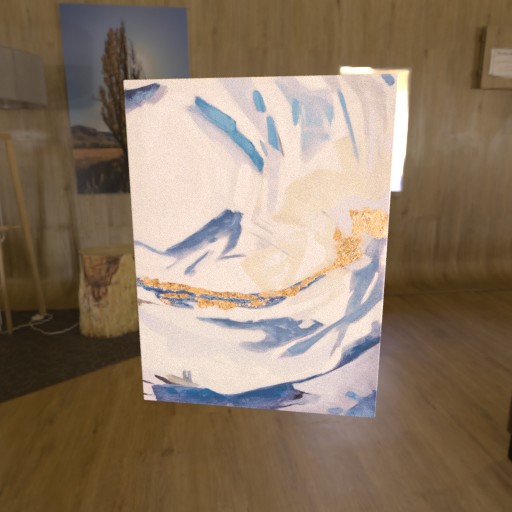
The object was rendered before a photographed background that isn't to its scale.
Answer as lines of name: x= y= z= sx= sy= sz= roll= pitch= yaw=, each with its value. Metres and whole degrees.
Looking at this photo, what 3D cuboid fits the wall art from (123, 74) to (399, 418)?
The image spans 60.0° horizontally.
wall art: x=0.000 y=0.000 z=1.346 sx=0.761 sy=1.015 sz=0.038 roll=2 pitch=13 yaw=8
